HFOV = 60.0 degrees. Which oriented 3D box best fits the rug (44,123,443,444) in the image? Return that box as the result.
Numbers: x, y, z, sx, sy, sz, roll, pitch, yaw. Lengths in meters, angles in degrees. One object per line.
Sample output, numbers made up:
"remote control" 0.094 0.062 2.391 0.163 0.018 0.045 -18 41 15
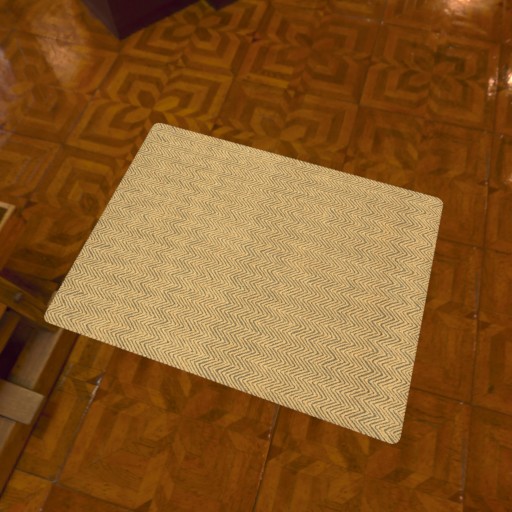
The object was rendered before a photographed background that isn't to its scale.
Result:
"rug" 0.000 0.000 4.229 3.207 0.014 2.439 17 65 8
